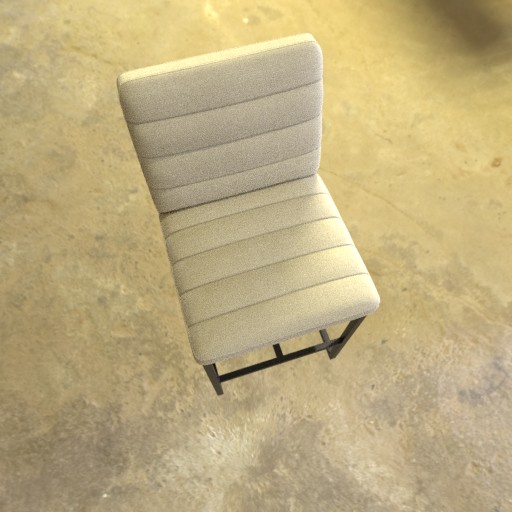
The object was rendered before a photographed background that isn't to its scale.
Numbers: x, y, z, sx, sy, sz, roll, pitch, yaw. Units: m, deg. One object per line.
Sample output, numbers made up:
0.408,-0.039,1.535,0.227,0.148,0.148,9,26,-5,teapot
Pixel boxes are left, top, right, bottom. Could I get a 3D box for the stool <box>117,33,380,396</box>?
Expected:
0.000,0.000,1.248,0.460,0.940,0.560,-16,65,-8,stool
